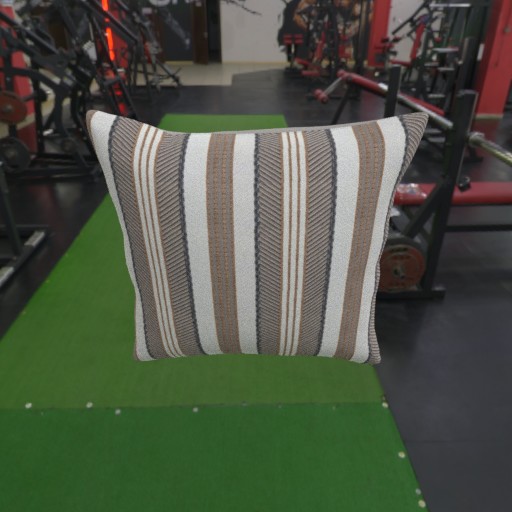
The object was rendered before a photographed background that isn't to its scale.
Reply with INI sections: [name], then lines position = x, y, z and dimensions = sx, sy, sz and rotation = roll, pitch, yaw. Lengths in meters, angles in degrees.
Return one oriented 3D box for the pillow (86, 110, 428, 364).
[pillow]
position = 0.000, 0.000, 0.632
dimensions = 0.416, 0.401, 0.173
rotation = 1, 29, 1
